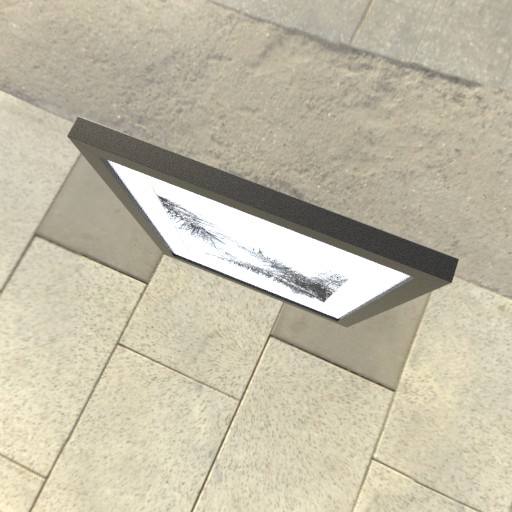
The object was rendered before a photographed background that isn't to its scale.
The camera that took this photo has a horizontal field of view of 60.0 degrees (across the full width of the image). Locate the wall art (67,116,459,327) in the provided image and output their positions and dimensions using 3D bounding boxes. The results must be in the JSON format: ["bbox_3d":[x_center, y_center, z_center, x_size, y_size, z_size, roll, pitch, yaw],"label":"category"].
[{"bbox_3d":[0.000,0.000,0.762,0.457,0.557,0.028,21,77,5],"label":"wall art"}]
